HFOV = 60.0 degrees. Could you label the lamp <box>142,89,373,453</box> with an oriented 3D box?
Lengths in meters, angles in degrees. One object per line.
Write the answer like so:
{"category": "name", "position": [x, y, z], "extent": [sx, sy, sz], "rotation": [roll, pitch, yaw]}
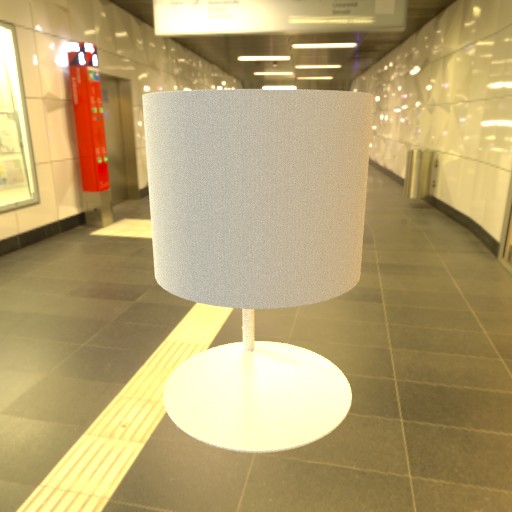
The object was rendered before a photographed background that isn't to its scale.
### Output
{"category": "lamp", "position": [0.000, 0.000, 0.673], "extent": [0.299, 0.454, 0.341], "rotation": [-2, 17, -7]}
